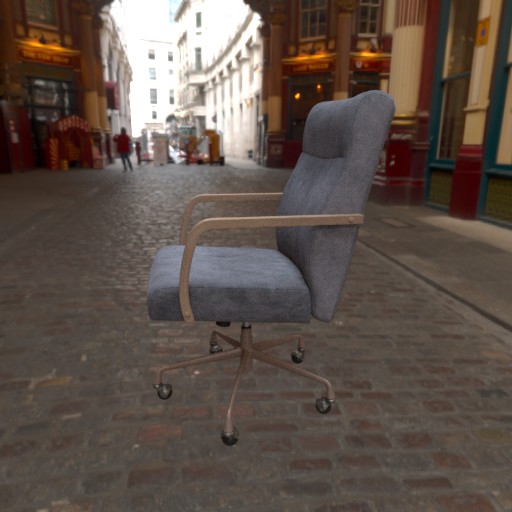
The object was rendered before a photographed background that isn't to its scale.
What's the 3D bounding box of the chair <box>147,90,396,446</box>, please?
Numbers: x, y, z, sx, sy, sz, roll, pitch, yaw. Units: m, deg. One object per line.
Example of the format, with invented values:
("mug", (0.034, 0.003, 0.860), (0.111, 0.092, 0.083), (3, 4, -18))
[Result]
("chair", (0.000, 0.000, 1.505), (0.741, 1.029, 0.640), (-2, 15, -9))
